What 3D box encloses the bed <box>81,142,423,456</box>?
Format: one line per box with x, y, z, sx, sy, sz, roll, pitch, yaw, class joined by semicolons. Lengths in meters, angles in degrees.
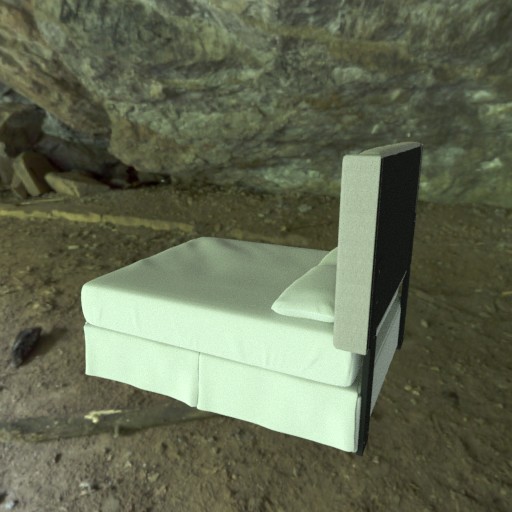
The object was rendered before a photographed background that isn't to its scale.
0.000;0.000;3.342;2.066;1.665;1.719;8;18;25;bed
